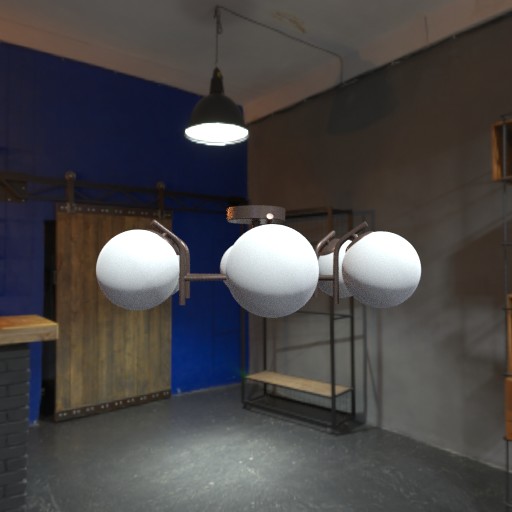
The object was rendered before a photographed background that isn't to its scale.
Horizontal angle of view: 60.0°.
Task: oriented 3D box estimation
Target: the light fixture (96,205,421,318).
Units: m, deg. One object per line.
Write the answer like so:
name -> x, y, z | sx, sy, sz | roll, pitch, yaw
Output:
light fixture -> 0.000, 0.000, 0.949 | 0.662, 0.201, 0.662 | 0, -1, 0
